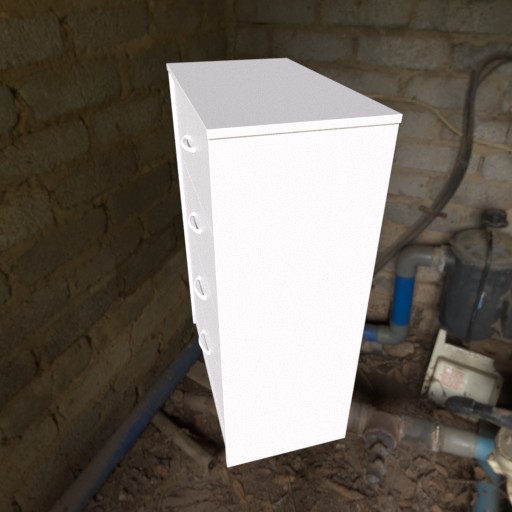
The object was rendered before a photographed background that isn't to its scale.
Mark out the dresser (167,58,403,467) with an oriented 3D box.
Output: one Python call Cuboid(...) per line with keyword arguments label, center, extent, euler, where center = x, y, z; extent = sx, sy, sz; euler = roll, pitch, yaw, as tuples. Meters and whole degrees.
Cuboid(label="dresser", center=(0.000, 0.000, 1.380), extent=(0.401, 1.021, 0.704), euler=(-8, 33, -13))
